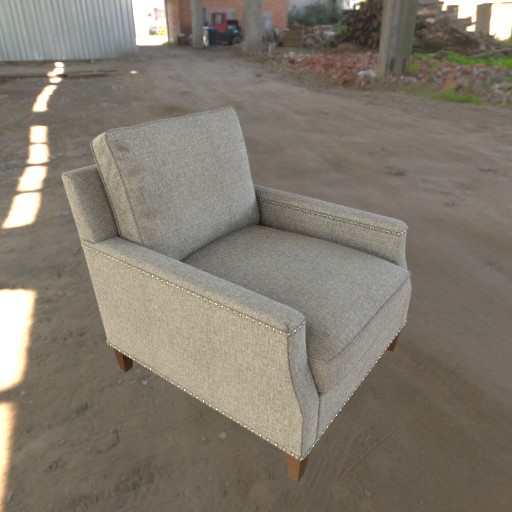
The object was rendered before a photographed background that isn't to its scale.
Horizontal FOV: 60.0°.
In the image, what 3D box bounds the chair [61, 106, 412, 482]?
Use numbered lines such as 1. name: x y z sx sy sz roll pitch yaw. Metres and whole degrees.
1. chair: 0.000 0.000 1.664 1.014 0.943 0.853 19 33 32
